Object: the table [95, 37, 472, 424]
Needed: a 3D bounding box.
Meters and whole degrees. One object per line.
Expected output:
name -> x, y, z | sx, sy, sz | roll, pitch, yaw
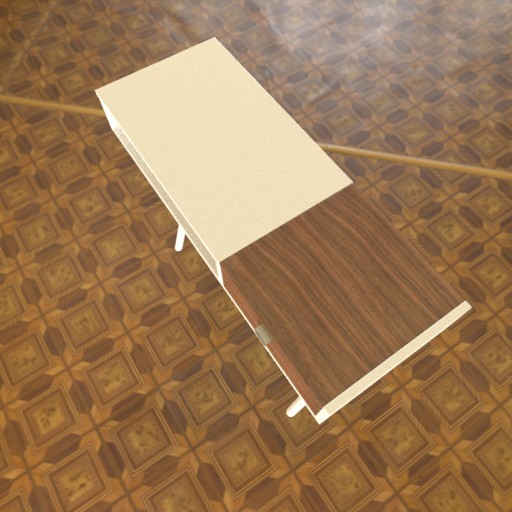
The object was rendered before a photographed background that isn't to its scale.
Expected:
table -> 0.000, 0.000, 1.463 | 0.418, 0.785, 1.066 | -31, 67, -15
